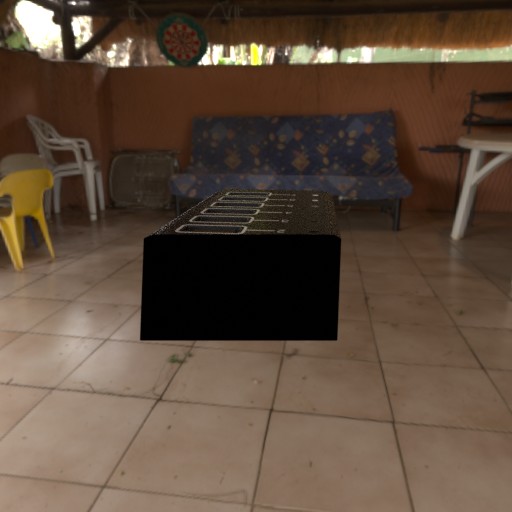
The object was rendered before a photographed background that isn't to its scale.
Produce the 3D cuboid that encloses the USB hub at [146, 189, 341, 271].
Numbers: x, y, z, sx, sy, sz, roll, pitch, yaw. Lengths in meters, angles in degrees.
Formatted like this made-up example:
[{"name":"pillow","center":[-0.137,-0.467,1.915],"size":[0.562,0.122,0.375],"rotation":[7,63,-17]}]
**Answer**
[{"name":"USB hub","center":[0.000,0.000,0.125],"size":[0.044,0.023,0.110],"rotation":[2,16,7]}]
